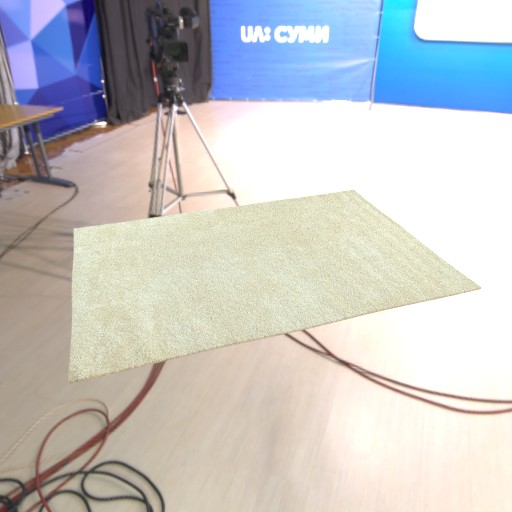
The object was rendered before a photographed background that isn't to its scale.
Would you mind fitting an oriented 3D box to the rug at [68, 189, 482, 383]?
[{"bbox_3d":[0.000,0.000,3.440,2.699,0.025,1.800,-10,33,-16],"label":"rug"}]
